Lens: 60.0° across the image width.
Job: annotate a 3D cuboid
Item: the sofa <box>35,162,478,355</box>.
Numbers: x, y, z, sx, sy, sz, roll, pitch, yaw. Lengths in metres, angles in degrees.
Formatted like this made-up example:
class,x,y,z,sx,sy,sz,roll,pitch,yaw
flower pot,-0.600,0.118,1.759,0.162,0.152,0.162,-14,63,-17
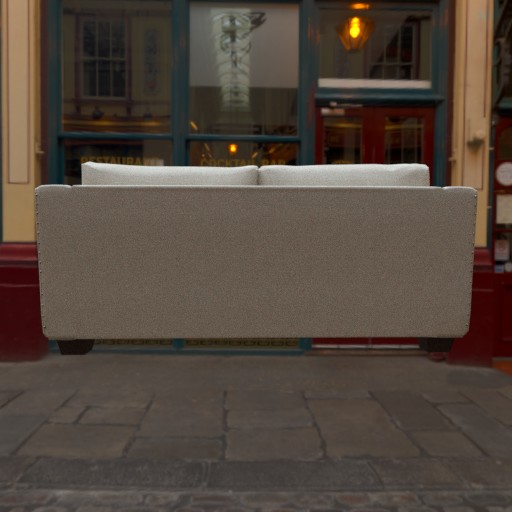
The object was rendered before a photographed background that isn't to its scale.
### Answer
class,x,y,z,sx,sy,sz,roll,pitch,yaw
sofa,0.000,0.000,2.650,2.107,0.983,1.104,0,1,-2
